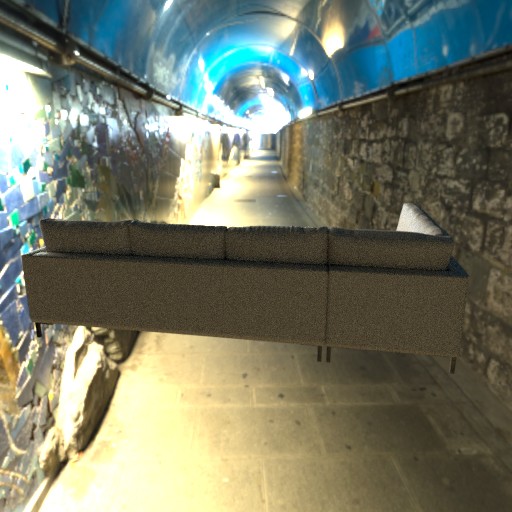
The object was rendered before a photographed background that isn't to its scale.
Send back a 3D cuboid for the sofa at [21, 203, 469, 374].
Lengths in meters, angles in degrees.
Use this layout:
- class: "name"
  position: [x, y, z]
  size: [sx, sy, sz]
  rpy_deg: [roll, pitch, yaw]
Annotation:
- class: "sofa"
  position: [0.000, 0.000, 3.092]
  size: [2.423, 0.703, 1.617]
  rpy_deg: [3, 15, 10]
